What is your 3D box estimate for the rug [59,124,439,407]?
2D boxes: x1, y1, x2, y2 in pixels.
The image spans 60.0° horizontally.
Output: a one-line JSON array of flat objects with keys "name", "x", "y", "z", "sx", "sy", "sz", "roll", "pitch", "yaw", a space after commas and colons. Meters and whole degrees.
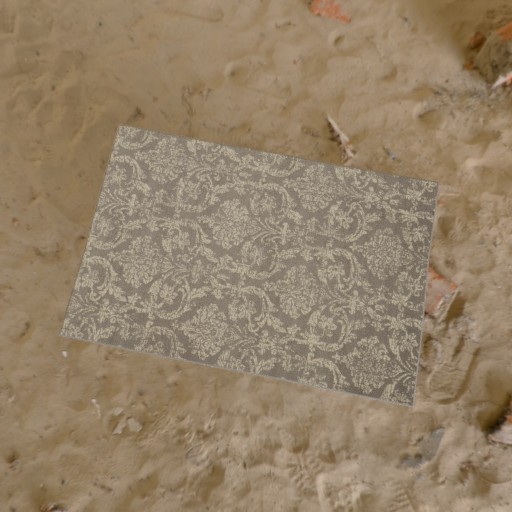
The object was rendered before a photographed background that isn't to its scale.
[{"name": "rug", "x": 0.000, "y": 0.000, "z": 3.543, "sx": 2.746, "sy": 0.018, "sz": 1.819, "roll": 11, "pitch": 78, "yaw": 2}]
